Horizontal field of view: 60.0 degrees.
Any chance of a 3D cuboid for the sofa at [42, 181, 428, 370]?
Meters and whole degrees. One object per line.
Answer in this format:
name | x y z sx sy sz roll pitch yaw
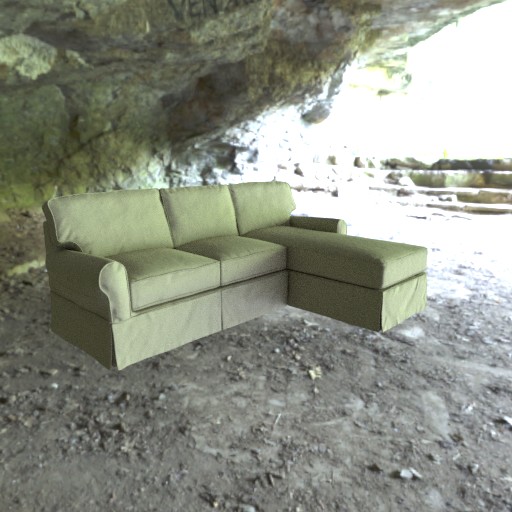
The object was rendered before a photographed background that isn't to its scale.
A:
sofa | 0.000 0.000 3.297 1.733 0.978 2.475 12 18 43
